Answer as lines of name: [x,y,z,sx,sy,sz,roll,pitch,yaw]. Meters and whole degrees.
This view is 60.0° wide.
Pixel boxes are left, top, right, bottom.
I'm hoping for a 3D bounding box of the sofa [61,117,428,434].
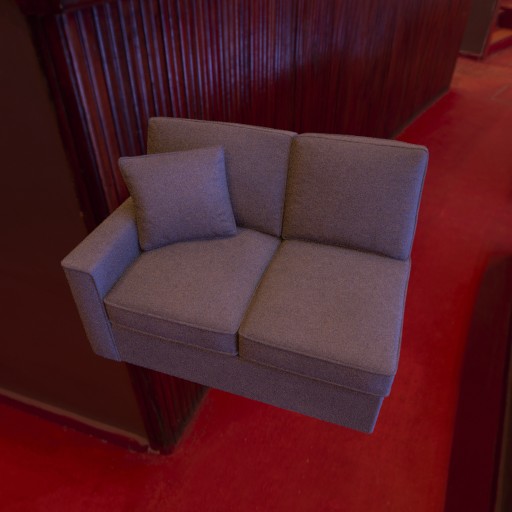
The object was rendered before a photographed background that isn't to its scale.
sofa: [0.000,0.000,2.083,1.388,0.989,0.991,12,40,14]
